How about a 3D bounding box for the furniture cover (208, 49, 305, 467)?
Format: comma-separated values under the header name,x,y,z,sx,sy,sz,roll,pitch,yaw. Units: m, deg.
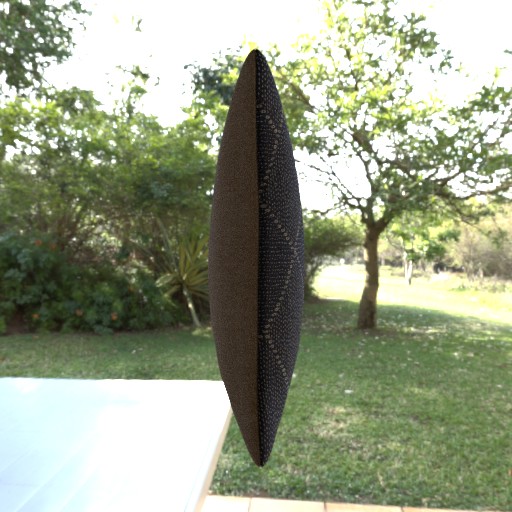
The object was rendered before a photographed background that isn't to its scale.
name,x,y,z,sx,sy,sz,roll,pitch,yaw
furniture cover,0.000,0.000,0.782,0.162,0.503,0.511,0,1,0
